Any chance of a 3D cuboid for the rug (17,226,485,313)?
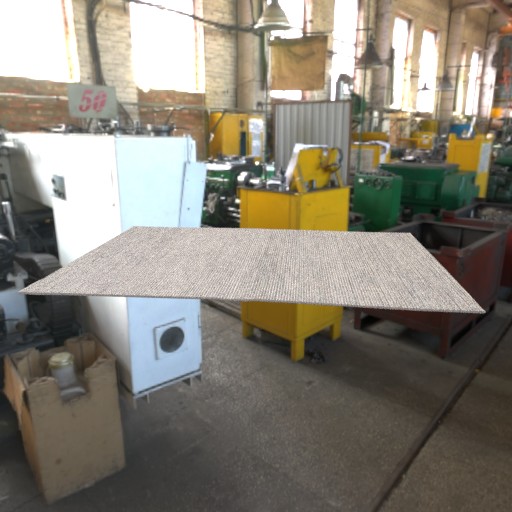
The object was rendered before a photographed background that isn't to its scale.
[{"bbox_3d":[0.000,0.000,2.910,2.307,0.030,1.604,2,16,6],"label":"rug"}]
